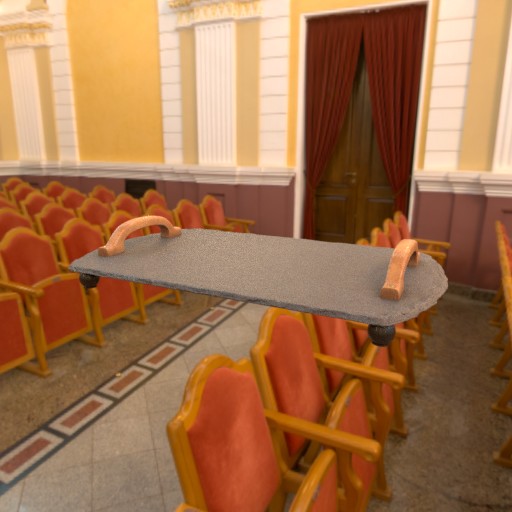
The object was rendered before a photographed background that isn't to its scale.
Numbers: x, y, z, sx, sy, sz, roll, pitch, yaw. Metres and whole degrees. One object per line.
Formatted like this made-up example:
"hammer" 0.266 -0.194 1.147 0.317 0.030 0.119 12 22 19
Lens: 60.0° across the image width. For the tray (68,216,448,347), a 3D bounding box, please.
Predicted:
"tray" 0.000 0.000 0.482 0.387 0.062 0.231 7 16 26
